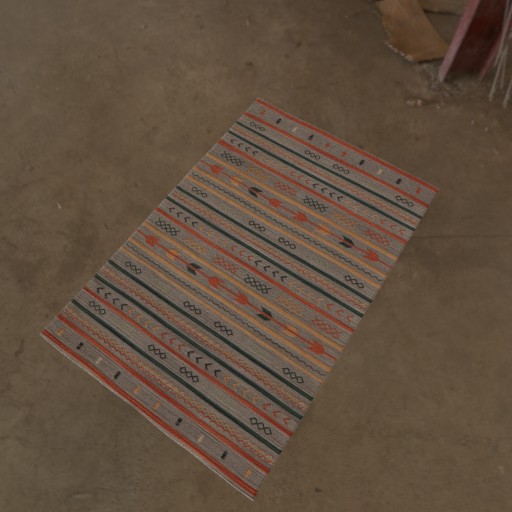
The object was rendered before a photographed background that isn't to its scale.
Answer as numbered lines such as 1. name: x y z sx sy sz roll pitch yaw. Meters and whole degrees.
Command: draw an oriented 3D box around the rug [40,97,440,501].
1. rug: 0.000 0.000 2.269 1.220 0.017 1.835 31 68 15
